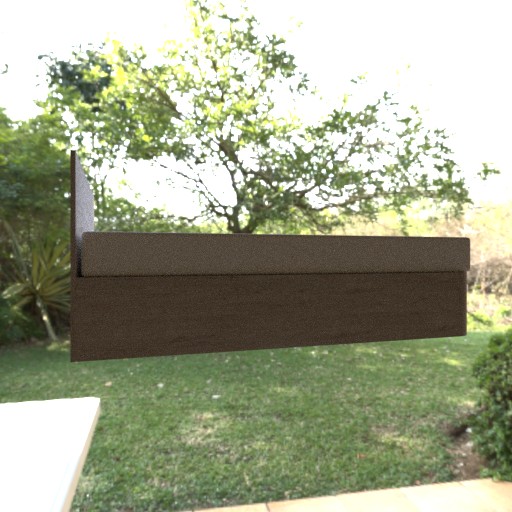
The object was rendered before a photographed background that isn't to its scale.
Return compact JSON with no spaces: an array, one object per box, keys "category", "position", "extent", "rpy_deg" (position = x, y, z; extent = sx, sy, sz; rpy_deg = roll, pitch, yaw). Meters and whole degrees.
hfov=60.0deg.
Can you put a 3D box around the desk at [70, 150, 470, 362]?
[{"category":"desk","position":[0.000,0.000,2.618],"extent":[1.900,0.800,1.400],"rpy_deg":[0,0,-17]}]
